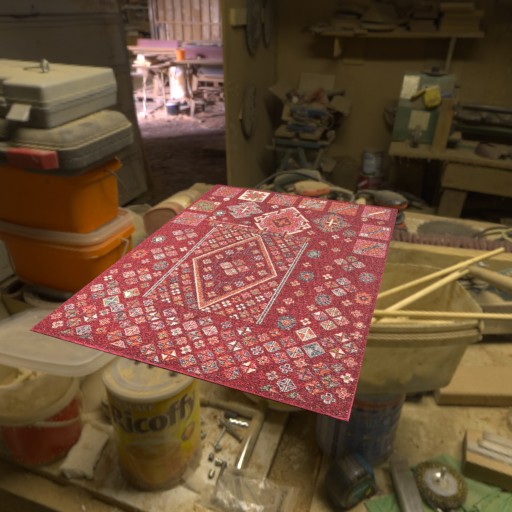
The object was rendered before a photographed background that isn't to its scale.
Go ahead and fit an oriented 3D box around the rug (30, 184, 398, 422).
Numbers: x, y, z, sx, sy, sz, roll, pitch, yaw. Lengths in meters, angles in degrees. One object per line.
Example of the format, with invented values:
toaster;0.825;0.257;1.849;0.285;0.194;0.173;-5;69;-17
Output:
rug;0.000;0.000;2.843;1.579;0.007;2.184;10;31;18
